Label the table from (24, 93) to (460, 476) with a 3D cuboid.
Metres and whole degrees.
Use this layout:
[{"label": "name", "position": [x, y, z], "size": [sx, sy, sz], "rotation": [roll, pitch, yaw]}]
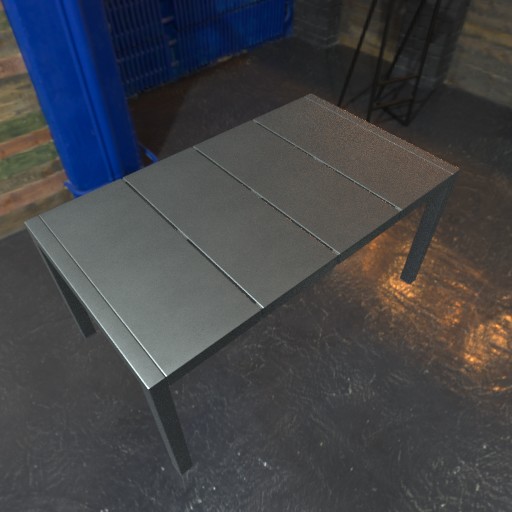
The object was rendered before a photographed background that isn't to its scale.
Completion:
[{"label": "table", "position": [0.000, 0.000, 1.280], "size": [0.965, 0.460, 0.559], "rotation": [-32, 55, -26]}]
